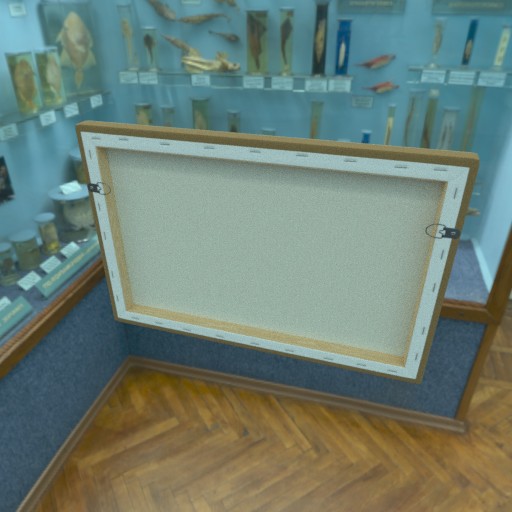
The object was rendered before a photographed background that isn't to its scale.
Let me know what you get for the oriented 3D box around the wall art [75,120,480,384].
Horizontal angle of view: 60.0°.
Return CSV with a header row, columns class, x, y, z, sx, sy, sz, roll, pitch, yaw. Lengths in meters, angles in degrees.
class,x,y,z,sx,sy,sz,roll,pitch,yaw
wall art,0.000,0.000,0.472,0.380,0.254,0.019,9,32,14
